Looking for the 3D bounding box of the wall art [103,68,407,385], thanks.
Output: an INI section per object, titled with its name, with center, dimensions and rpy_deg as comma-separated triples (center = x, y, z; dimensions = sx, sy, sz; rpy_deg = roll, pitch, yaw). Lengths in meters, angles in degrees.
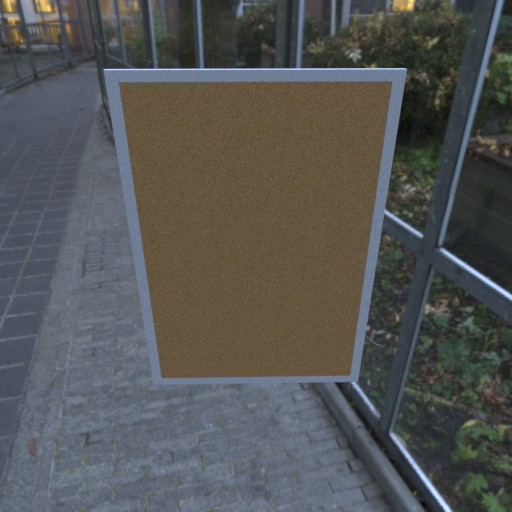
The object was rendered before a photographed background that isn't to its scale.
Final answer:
[wall art]
center = 0.000, 0.000, 1.201
dimensions = 0.659, 0.940, 0.013
rpy_deg = -1, 30, -1
